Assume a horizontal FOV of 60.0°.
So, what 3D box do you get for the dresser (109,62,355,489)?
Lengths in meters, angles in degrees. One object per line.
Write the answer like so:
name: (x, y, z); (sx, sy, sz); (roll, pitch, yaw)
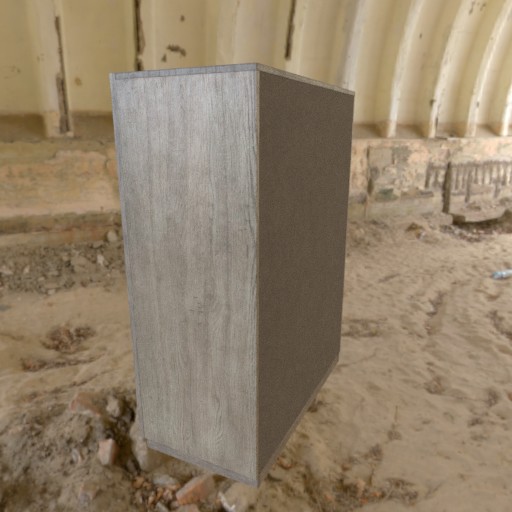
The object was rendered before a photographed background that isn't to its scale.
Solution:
dresser: (0.000, 0.000, 1.785); (0.483, 1.295, 0.967); (8, 18, 25)
